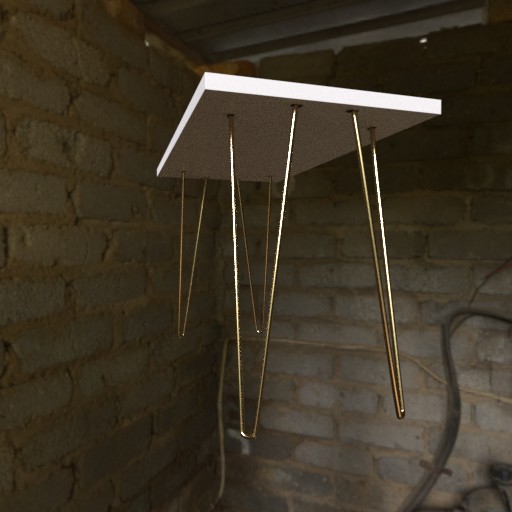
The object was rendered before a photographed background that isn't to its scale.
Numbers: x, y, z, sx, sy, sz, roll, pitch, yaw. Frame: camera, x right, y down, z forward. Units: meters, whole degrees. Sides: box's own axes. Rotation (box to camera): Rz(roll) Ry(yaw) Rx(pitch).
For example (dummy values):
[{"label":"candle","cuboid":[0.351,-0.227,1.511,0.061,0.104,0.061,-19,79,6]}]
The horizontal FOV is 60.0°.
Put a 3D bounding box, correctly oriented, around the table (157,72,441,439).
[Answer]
[{"label":"table","cuboid":[0.000,0.000,1.324,0.498,0.660,0.991,0,1,-17]}]
